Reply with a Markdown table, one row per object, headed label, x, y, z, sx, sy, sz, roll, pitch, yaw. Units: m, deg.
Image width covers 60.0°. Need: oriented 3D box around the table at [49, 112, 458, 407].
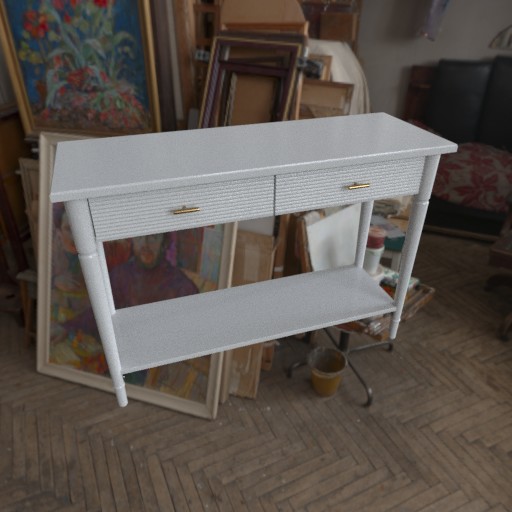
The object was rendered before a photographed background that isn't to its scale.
| label | x | y | z | sx | sy | sz | roll | pitch | yaw |
| --- | --- | --- | --- | --- | --- | --- | --- | --- | --- |
| table | 0.000 | 0.000 | 1.447 | 1.067 | 0.749 | 0.381 | -10 | 33 | -16 |
